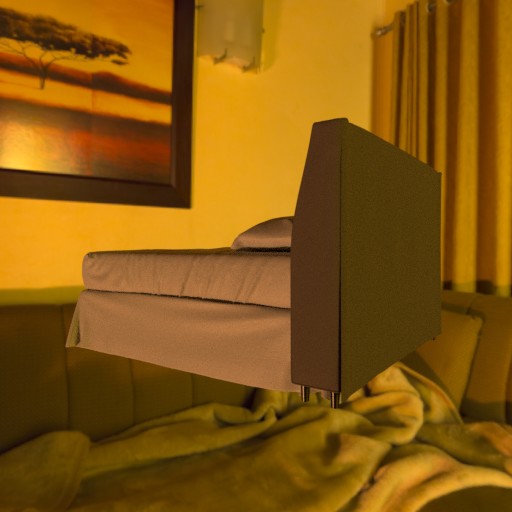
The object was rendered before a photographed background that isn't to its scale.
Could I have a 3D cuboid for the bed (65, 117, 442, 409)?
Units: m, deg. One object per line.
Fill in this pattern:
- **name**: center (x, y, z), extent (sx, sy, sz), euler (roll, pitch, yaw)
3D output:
- **bed**: center (0.000, 0.000, 3.372), extent (2.276, 1.332, 1.925), euler (1, 2, 35)
